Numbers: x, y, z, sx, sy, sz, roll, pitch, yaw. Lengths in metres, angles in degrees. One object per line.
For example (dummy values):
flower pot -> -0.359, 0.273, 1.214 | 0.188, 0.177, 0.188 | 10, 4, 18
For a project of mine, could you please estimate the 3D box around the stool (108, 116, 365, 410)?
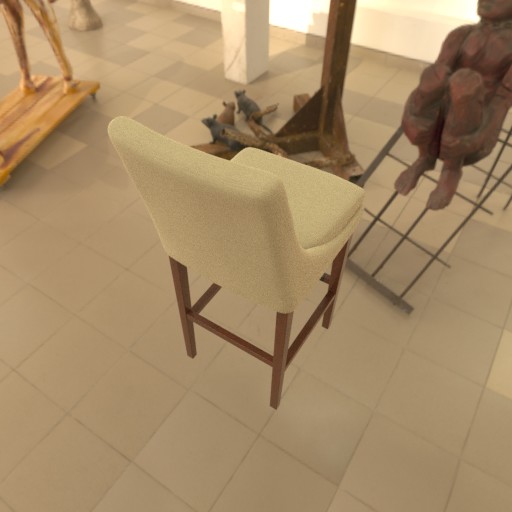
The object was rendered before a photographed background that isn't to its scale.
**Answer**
stool -> 0.000, 0.000, 1.395 | 0.470, 1.078, 0.577 | 25, 52, 21
